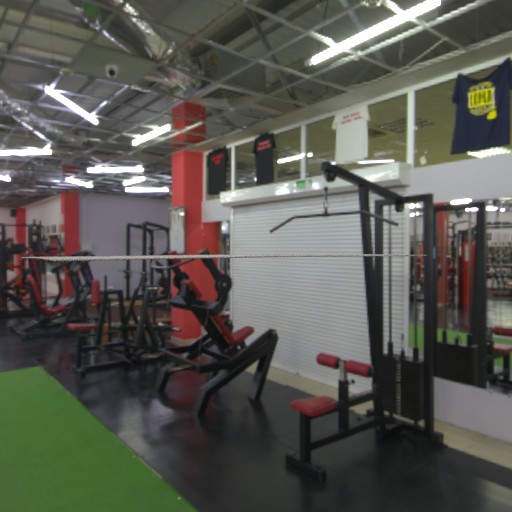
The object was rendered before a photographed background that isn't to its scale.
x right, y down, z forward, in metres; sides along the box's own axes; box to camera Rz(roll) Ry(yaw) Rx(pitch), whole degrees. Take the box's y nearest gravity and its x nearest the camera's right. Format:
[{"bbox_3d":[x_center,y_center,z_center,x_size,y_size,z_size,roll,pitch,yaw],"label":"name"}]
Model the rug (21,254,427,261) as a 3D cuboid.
[{"bbox_3d":[0.000,0.000,2.573,2.335,0.013,0.697,-1,1,-36],"label":"rug"}]
